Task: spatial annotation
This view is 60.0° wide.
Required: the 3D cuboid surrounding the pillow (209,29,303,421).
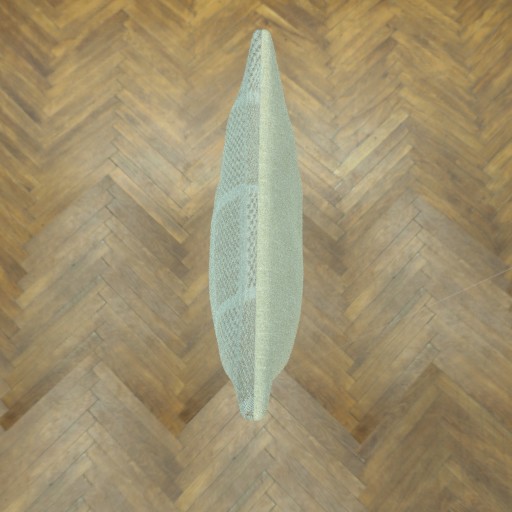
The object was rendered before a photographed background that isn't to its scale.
[{"bbox_3d":[0.000,0.000,0.665,0.138,0.432,0.436,1,74,0],"label":"pillow"}]
